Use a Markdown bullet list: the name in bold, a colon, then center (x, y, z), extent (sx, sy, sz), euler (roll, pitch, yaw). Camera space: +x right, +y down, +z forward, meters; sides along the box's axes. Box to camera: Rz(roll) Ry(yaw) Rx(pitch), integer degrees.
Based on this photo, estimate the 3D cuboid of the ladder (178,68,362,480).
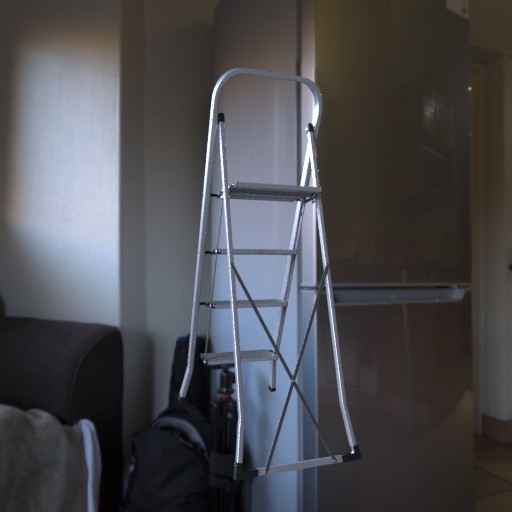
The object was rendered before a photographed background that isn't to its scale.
- **ladder**: center (0.000, 0.000, 1.716), extent (0.465, 1.290, 0.830), euler (0, -1, -19)
